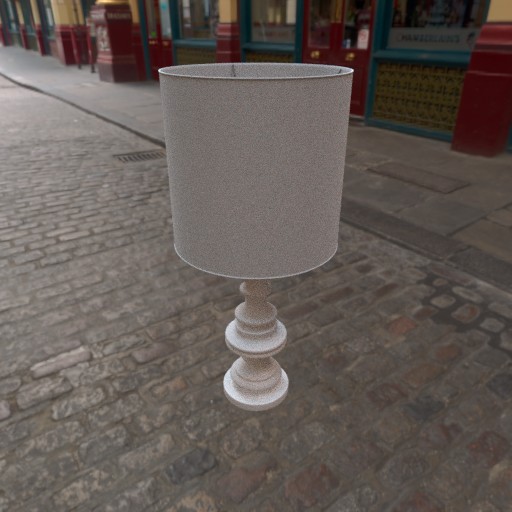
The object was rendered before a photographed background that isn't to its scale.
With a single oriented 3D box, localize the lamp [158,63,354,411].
[{"bbox_3d":[0.000,0.000,0.585,0.208,0.455,0.208,-19,33,-33],"label":"lamp"}]
